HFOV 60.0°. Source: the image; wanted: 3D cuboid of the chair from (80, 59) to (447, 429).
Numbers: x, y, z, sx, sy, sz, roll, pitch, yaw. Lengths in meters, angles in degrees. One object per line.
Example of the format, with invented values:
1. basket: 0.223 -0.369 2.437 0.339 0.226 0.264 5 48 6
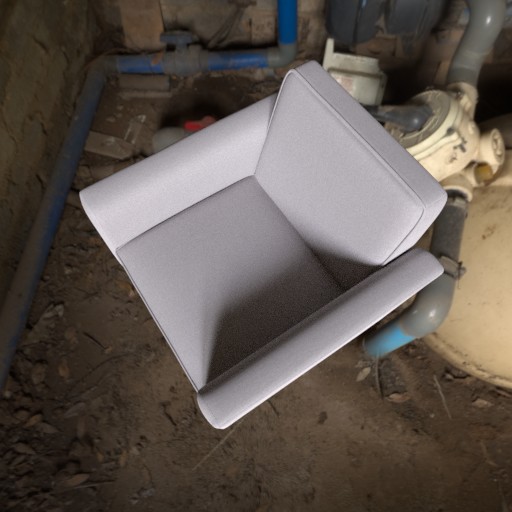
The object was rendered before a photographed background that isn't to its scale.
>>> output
1. chair: 0.000 0.000 1.397 0.750 0.780 0.780 -31 69 -14
